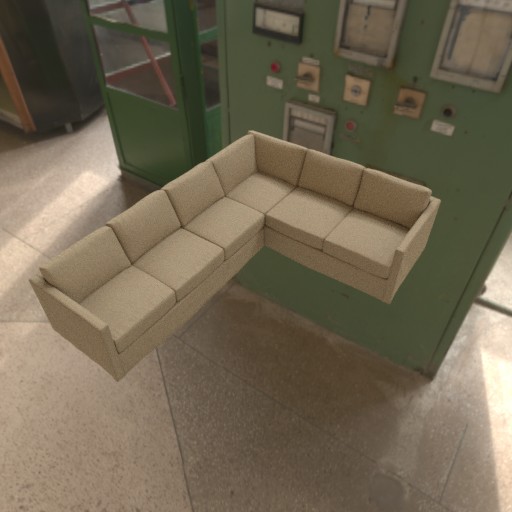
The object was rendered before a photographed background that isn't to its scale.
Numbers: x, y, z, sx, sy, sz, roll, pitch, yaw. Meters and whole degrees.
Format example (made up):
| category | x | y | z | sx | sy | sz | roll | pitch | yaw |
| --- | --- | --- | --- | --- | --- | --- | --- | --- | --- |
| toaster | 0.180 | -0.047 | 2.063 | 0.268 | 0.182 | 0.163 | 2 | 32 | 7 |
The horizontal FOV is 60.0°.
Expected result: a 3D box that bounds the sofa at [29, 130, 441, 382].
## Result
| category | x | y | z | sx | sy | sz | roll | pitch | yaw |
| --- | --- | --- | --- | --- | --- | --- | --- | --- | --- |
| sofa | 0.000 | 0.000 | 4.290 | 2.432 | 0.871 | 3.182 | 26 | 49 | 26 |
